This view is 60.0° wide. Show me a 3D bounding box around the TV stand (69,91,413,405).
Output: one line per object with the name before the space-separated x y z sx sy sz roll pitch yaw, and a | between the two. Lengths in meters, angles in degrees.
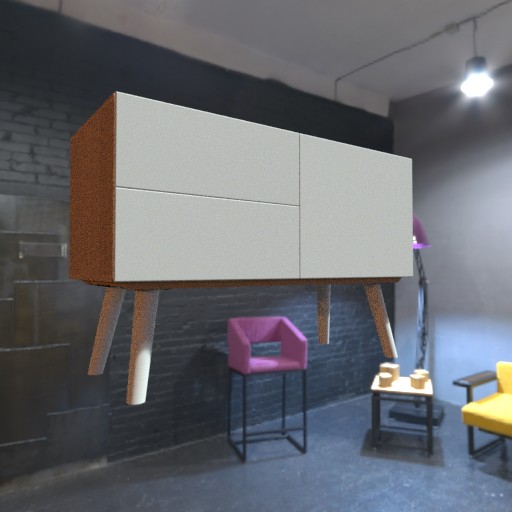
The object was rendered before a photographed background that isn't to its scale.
TV stand | 0.000 0.000 1.358 0.991 0.660 0.407 1 -2 -35
